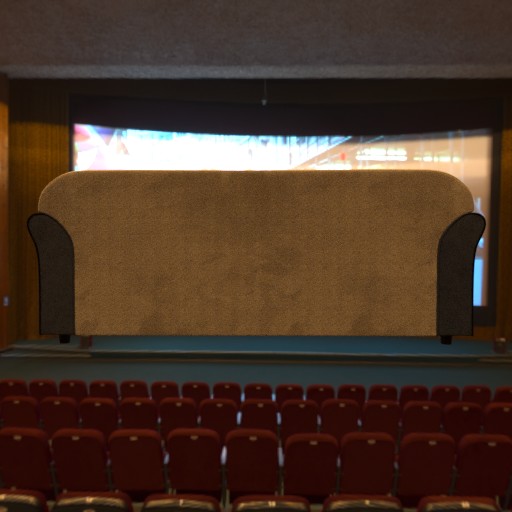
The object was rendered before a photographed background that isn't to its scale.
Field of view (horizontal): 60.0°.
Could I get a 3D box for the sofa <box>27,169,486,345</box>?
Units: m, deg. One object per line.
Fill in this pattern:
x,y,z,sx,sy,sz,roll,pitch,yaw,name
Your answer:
0.000,0.000,2.309,2.006,0.789,0.749,0,1,1,sofa
